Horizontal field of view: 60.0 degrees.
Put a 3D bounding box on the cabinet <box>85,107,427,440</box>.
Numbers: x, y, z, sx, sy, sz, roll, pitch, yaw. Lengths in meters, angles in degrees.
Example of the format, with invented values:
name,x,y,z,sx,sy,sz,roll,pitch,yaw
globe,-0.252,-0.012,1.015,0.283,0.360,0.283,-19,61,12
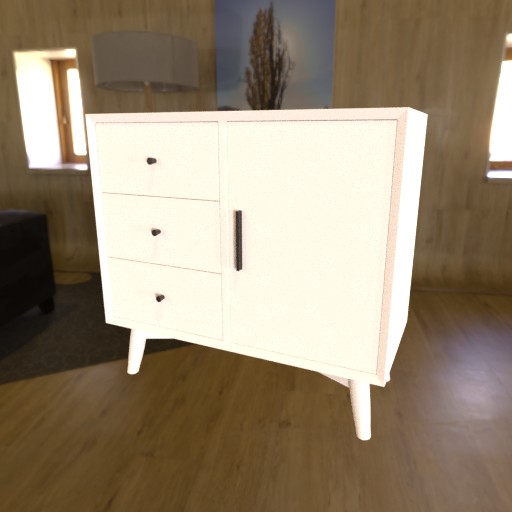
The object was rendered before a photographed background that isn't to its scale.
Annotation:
name,x,y,z,sx,sy,sz,roll,pitch,yaw
cabinet,0.000,0.000,1.248,0.800,0.761,0.398,7,17,24
